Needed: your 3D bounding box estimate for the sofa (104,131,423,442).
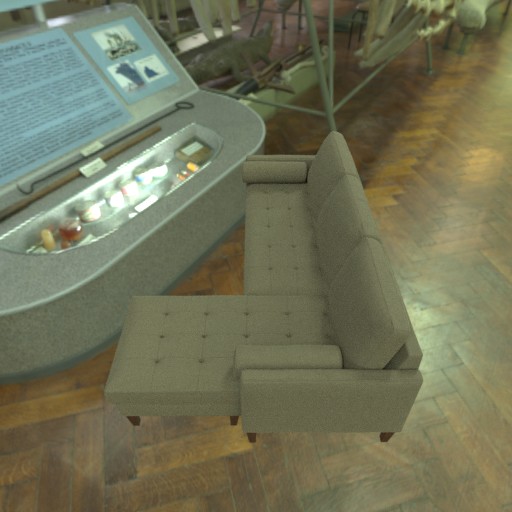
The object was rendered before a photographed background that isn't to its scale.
[{"bbox_3d":[0.000,0.000,2.918,1.506,0.875,2.178,0,40,0],"label":"sofa"}]
